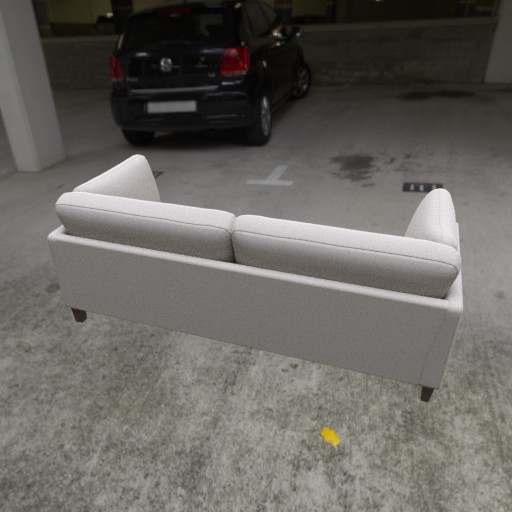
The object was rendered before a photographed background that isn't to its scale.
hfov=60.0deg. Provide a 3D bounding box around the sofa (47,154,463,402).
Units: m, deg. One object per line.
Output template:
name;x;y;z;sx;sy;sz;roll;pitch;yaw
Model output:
sofa;0.000;0.000;2.735;2.301;0.863;0.957;9;32;15
